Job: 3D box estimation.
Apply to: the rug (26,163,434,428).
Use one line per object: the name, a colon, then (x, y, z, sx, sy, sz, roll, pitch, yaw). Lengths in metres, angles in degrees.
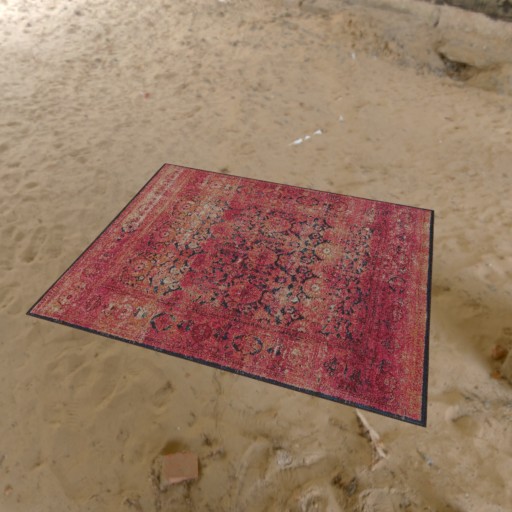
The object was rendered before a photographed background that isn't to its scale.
rug: (0.000, 0.000, 3.986, 3.032, 0.020, 2.411, 12, 44, 13)
